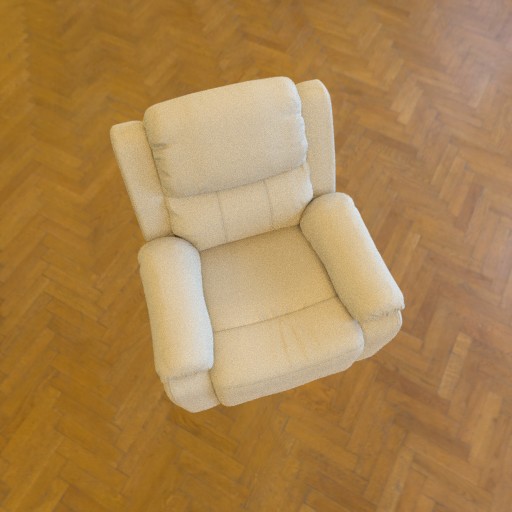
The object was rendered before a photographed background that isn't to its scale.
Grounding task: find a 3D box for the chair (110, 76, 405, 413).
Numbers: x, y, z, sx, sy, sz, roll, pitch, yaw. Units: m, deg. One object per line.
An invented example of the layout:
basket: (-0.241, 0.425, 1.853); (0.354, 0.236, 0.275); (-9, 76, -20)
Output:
chair: (0.000, 0.000, 1.287); (0.680, 0.702, 0.709); (-16, 65, -8)
